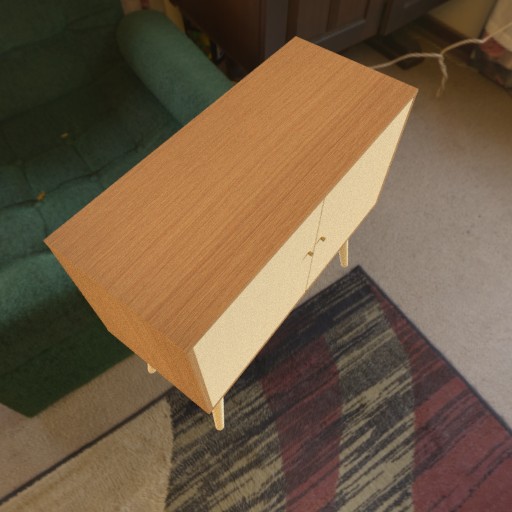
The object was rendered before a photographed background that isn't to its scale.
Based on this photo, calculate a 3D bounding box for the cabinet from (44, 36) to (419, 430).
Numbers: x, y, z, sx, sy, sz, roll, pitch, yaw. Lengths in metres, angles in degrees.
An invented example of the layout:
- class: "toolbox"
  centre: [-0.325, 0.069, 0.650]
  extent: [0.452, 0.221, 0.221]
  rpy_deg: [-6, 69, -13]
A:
- class: "cabinet"
  centre: [0.000, 0.000, 1.635]
  extent: [0.470, 1.016, 1.057]
  rpy_deg: [33, 63, 19]
